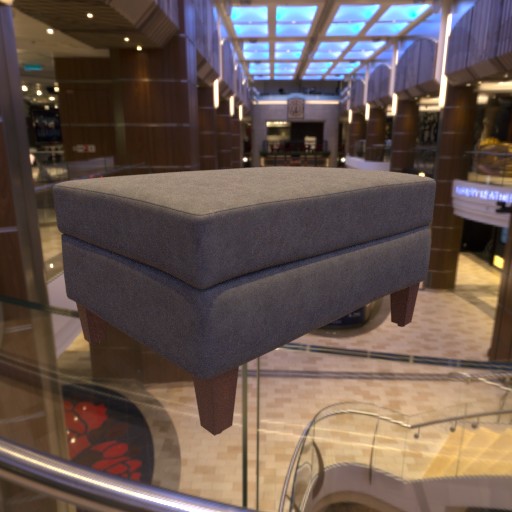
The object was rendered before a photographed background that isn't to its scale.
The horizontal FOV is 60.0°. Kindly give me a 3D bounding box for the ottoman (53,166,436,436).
[{"bbox_3d":[0.000,0.000,1.223,0.839,0.464,0.639,-14,20,-42],"label":"ottoman"}]
